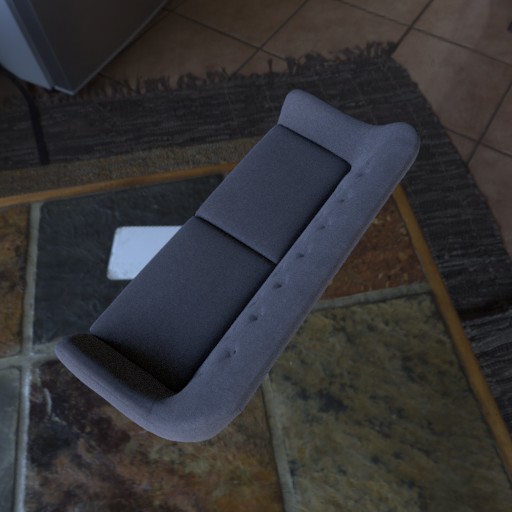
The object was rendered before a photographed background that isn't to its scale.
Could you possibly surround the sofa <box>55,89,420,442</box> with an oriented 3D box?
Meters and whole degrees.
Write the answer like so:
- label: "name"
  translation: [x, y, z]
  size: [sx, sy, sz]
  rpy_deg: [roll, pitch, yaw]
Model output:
- label: "sofa"
  translation: [0.000, 0.000, 2.182]
  size: [0.820, 0.820, 1.840]
  rpy_deg: [32, 67, 15]
